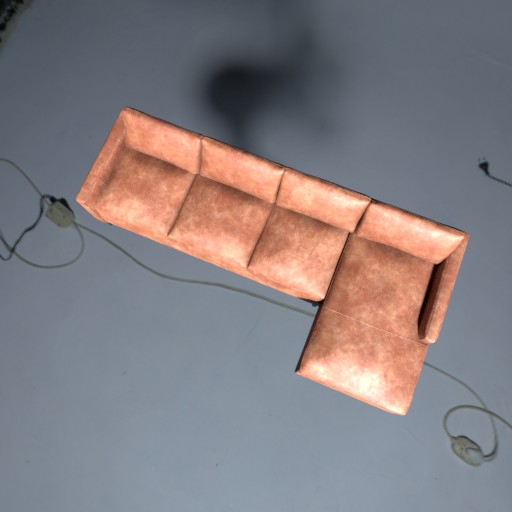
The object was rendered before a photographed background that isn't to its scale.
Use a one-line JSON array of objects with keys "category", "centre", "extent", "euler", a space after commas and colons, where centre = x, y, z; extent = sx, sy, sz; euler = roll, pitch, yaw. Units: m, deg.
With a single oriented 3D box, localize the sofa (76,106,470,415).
[{"category": "sofa", "centre": [0.000, 0.000, 3.599], "extent": [2.993, 0.859, 1.471], "euler": [22, 77, 5]}]
